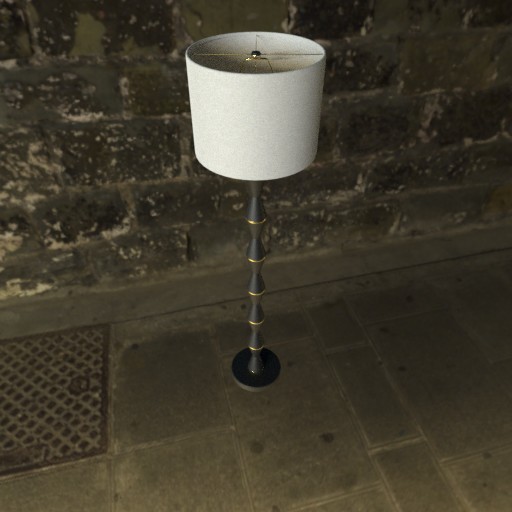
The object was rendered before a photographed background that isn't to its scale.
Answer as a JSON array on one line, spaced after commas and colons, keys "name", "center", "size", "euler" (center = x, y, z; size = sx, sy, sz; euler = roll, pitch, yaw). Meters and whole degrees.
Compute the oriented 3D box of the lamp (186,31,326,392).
[{"name": "lamp", "center": [0.000, 0.000, 1.690], "size": [0.381, 1.480, 0.381], "euler": [0, 41, 0]}]
